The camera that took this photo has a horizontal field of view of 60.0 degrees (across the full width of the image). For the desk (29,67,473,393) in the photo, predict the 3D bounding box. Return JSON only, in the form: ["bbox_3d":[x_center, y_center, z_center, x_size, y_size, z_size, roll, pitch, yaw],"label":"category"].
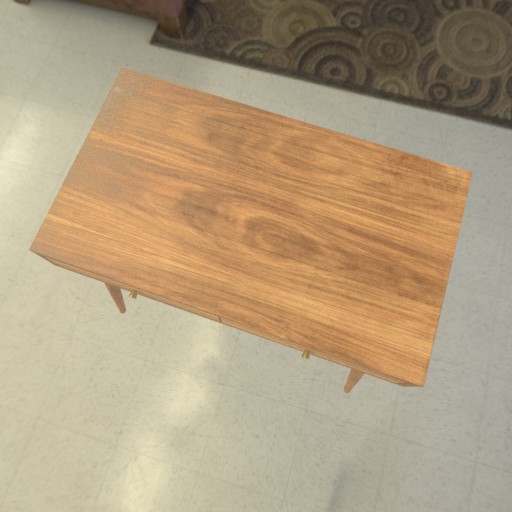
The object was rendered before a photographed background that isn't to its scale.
[{"bbox_3d":[0.000,0.000,1.434,0.949,0.758,0.588,18,74,5],"label":"desk"}]
